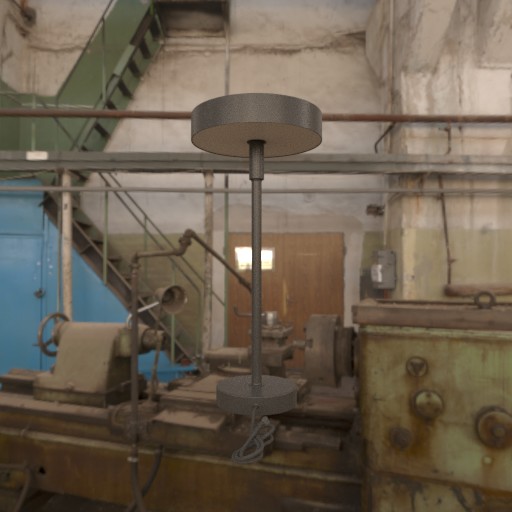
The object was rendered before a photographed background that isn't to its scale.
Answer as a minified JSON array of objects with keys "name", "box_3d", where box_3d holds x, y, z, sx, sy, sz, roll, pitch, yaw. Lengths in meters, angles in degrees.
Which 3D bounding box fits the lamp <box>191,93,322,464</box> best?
[{"name":"lamp","box_3d":[0.000,0.000,0.707,0.229,0.508,0.369,0,-1,1]}]
